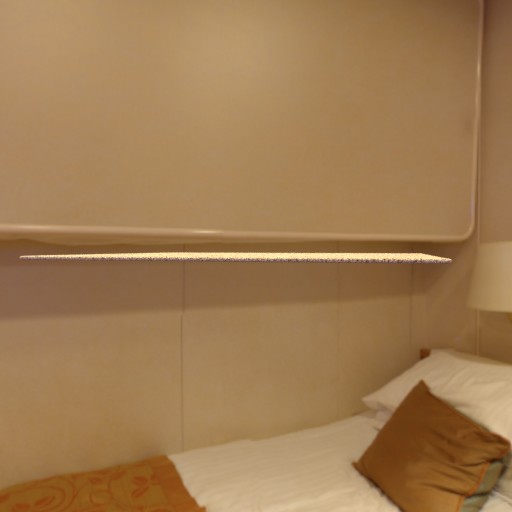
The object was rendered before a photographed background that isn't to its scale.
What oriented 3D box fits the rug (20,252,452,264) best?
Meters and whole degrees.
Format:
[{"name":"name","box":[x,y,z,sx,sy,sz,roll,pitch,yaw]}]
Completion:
[{"name":"rug","box":[0.000,0.000,4.090,3.047,0.029,2.438,0,1,17]}]
